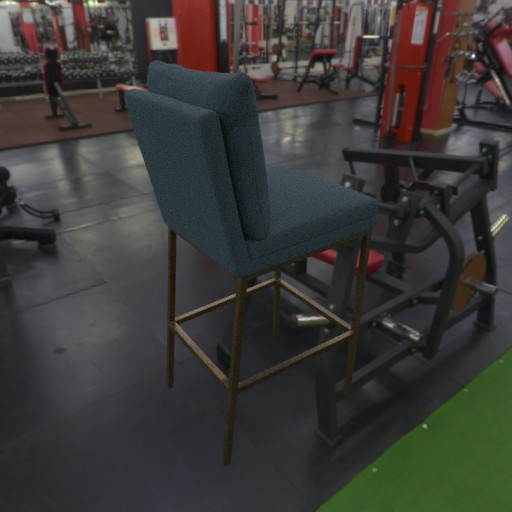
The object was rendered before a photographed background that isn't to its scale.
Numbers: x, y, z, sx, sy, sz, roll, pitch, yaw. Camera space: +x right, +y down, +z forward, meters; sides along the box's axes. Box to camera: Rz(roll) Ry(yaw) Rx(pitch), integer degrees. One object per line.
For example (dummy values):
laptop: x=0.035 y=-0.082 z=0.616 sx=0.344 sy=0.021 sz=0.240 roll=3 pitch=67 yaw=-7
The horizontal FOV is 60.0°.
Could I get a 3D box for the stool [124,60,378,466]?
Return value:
stool: x=0.000 y=0.000 z=1.393 sx=0.568 sy=1.124 sz=0.463 roll=-18 pitch=33 yaw=-31
